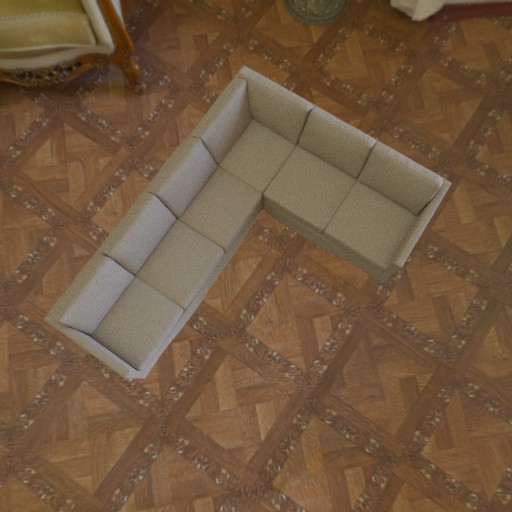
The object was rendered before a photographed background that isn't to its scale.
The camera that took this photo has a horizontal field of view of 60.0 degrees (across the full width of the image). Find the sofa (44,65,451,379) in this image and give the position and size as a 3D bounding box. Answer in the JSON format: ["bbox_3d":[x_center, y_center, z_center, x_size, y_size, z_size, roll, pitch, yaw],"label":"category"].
[{"bbox_3d":[0.000,0.000,4.319,2.432,0.871,3.182,33,78,8],"label":"sofa"}]
